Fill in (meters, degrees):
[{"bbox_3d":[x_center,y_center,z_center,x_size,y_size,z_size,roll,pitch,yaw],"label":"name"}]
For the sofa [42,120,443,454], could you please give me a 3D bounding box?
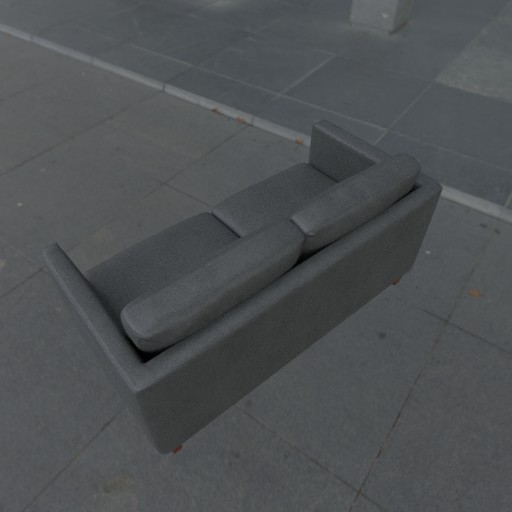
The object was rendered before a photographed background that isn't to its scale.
[{"bbox_3d":[0.000,0.000,2.421,1.883,0.933,0.951,-31,54,-26],"label":"sofa"}]
